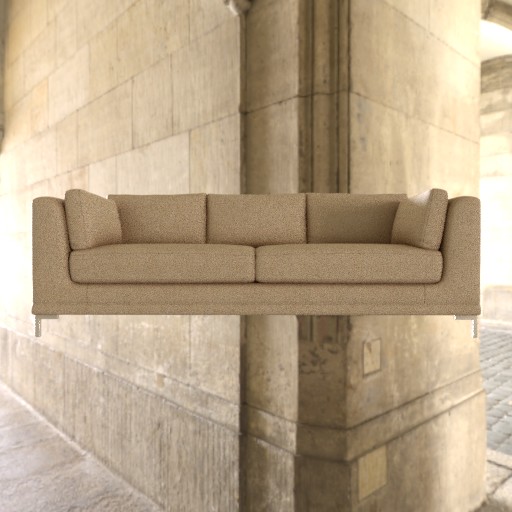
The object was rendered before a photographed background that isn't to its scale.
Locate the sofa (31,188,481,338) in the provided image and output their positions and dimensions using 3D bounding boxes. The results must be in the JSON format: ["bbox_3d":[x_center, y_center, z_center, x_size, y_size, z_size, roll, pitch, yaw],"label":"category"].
[{"bbox_3d":[0.000,0.000,2.831,2.415,0.867,0.969,0,1,1],"label":"sofa"}]
